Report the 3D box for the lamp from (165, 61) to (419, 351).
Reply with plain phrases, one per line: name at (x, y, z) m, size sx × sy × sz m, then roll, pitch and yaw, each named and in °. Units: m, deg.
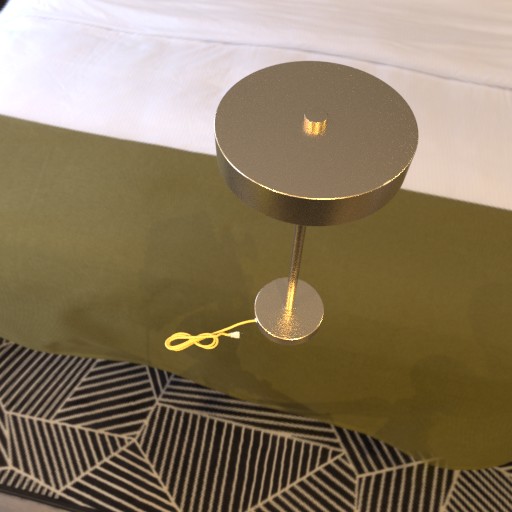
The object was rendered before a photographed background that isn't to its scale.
lamp at (0.000, 0.000, 0.693) m, size 0.369 × 0.508 × 0.229 m, roll -15°, pitch 58°, yaw -10°
